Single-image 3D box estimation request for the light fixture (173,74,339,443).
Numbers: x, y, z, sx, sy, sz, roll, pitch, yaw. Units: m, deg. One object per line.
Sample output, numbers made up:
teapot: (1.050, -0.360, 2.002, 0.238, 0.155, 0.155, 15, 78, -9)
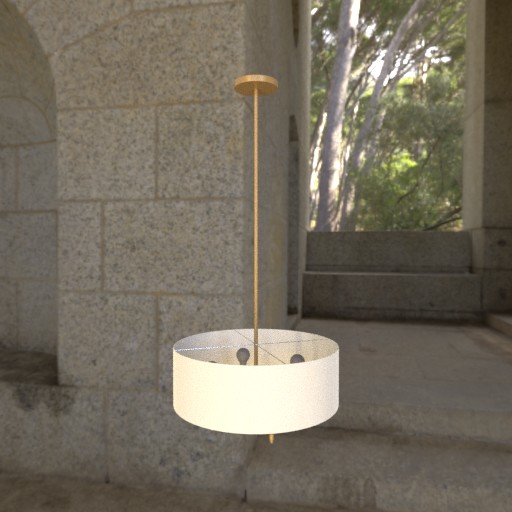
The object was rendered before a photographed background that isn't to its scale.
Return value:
light fixture: (0.000, 0.000, 1.377, 0.508, 1.067, 0.508, 0, 1, 0)
